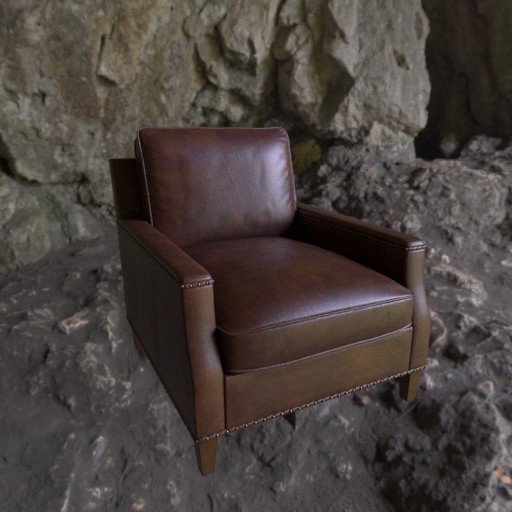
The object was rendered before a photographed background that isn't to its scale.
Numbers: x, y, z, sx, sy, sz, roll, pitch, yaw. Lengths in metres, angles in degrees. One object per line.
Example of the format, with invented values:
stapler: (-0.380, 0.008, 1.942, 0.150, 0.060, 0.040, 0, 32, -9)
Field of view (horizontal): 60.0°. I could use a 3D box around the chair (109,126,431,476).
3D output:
chair: (0.000, 0.000, 1.661, 0.853, 0.929, 1.014, -8, 18, -26)
